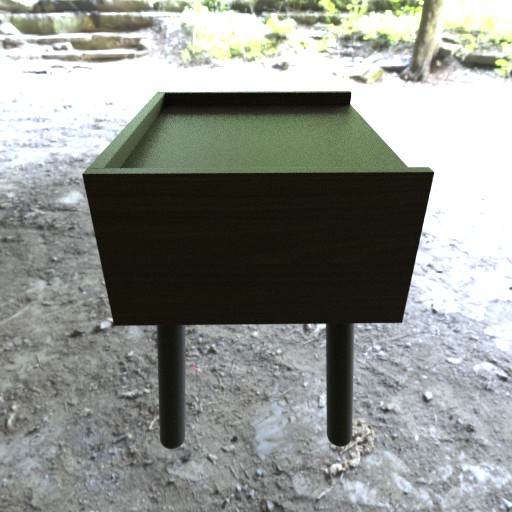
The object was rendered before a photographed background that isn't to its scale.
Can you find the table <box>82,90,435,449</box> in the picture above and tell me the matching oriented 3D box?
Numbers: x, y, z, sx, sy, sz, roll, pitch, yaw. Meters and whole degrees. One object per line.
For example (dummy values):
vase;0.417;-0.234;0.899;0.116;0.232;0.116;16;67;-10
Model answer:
table;0.000;0.000;0.778;0.370;0.470;0.450;0;31;-1
